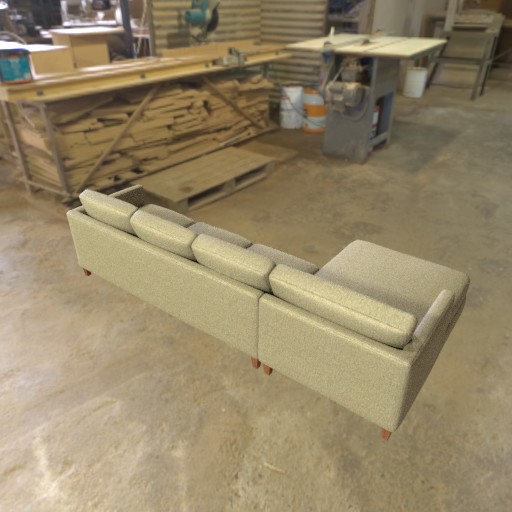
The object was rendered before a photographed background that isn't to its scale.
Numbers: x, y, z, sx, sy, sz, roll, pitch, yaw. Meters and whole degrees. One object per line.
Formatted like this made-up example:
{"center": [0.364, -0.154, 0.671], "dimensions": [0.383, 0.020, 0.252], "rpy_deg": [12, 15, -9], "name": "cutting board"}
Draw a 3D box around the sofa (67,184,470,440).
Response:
{"center": [0.000, 0.000, 3.788], "dimensions": [3.201, 0.876, 1.502], "rpy_deg": [21, 37, 31], "name": "sofa"}
